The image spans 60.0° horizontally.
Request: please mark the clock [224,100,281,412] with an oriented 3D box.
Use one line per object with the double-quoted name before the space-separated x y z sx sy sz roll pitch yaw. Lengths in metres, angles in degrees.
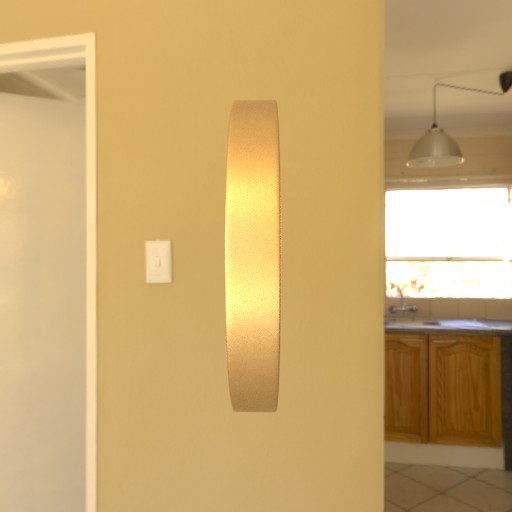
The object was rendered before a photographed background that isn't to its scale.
"clock" 0.000 0.000 0.471 0.040 0.314 0.314 0 -1 1
